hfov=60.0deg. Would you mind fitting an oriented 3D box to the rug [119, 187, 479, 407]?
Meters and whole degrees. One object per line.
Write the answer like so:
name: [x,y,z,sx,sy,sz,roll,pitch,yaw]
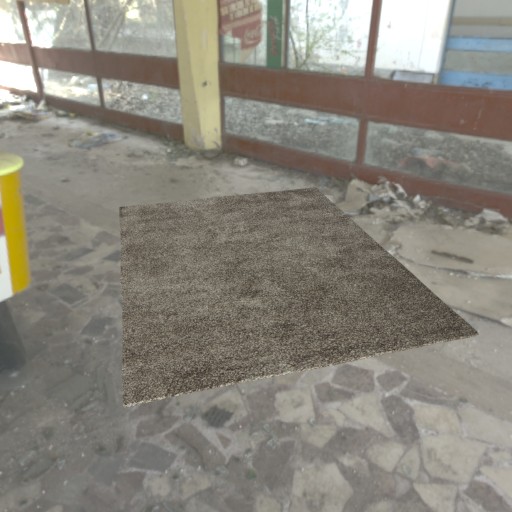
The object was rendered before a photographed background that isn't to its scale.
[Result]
rug: [0.000,0.000,4.066,2.401,0.025,3.000,-8,30,-13]
